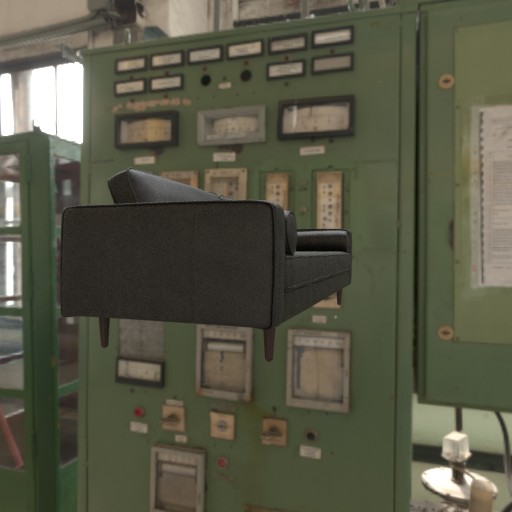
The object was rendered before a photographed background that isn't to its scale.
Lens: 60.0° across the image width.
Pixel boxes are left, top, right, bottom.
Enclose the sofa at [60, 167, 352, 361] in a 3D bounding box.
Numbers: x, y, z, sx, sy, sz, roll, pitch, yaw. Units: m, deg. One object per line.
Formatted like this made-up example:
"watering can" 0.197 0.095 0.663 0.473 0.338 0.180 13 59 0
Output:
"sofa" 0.000 0.000 2.625 0.914 0.762 2.210 0 1 19
